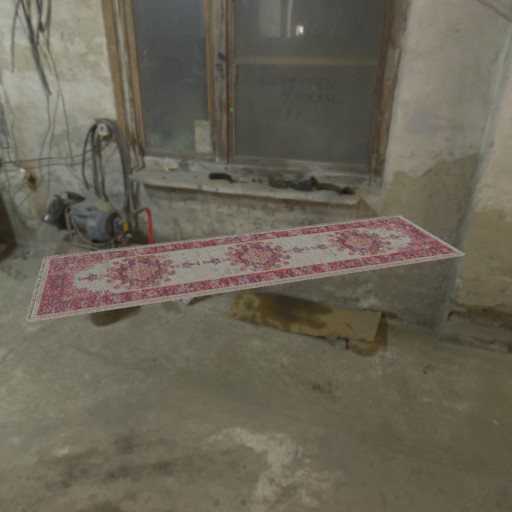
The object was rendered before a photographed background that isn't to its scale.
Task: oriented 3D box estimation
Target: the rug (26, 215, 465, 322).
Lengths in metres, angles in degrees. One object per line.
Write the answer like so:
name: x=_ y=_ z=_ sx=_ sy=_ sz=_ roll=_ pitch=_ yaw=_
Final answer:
rug: x=0.000 y=0.000 z=2.505 sx=2.294 sy=0.011 sz=0.666 roll=-8 pitch=27 yaw=-15
